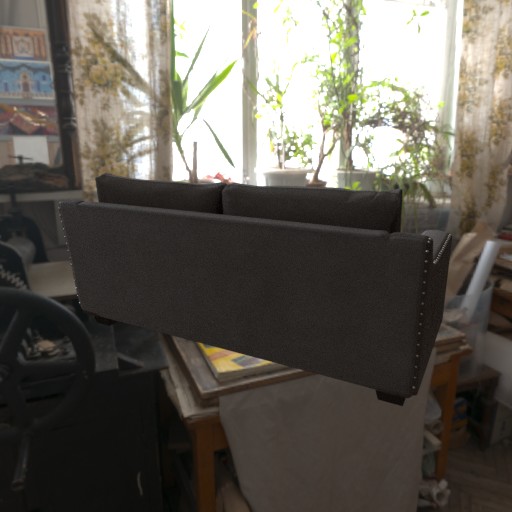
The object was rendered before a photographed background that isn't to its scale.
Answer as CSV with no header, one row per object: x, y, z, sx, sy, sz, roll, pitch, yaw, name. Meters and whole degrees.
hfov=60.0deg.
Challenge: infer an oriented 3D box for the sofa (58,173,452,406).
0.000,0.000,3.288,2.550,1.196,1.336,8,18,27,sofa
